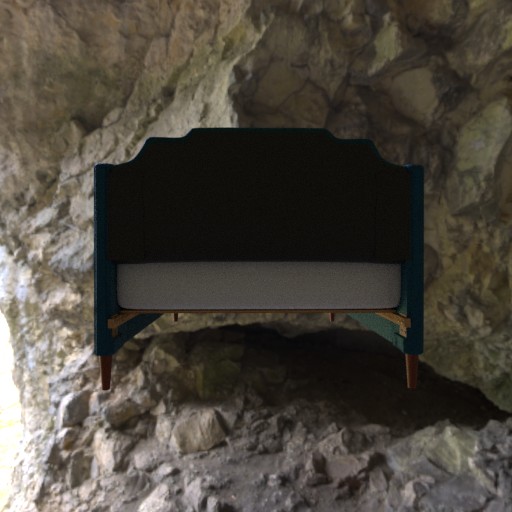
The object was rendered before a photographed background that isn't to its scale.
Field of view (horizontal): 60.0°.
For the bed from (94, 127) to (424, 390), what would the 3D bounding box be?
[{"bbox_3d":[0.000,0.000,3.387,1.678,1.338,2.322,0,1,-1],"label":"bed"}]
